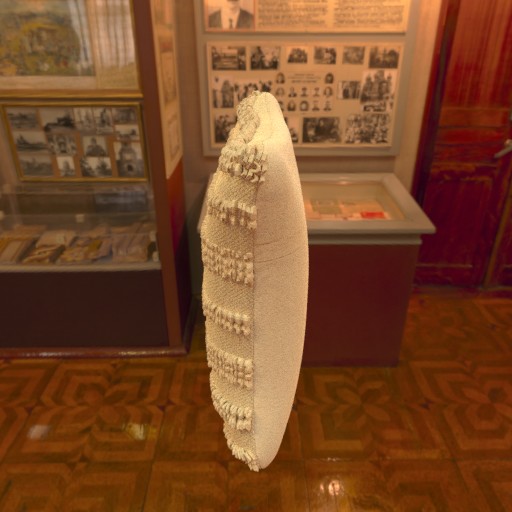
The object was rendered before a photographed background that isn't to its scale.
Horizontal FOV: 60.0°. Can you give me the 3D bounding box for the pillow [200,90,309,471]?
[{"bbox_3d":[0.000,0.000,0.661,0.145,0.427,0.437,1,27,1],"label":"pillow"}]
